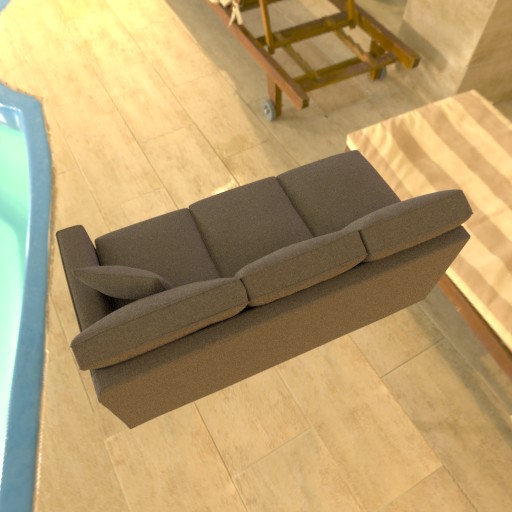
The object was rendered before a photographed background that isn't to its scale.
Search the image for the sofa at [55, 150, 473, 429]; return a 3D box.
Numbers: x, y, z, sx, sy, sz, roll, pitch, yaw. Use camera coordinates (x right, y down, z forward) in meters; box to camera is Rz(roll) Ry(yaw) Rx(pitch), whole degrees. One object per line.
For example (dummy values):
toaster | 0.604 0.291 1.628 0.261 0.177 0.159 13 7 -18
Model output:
sofa | 0.000 0.000 2.516 1.963 0.946 1.034 -21 60 -13
